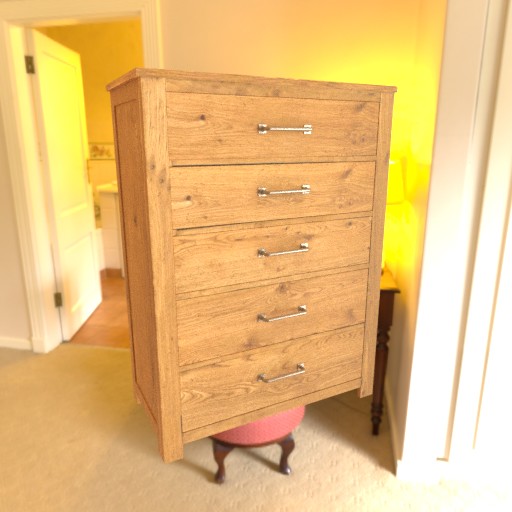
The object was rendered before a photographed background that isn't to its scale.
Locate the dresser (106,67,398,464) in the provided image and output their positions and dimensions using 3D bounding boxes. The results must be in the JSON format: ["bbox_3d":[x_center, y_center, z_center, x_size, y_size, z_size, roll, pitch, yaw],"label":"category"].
[{"bbox_3d":[0.000,0.000,1.975,1.081,1.431,0.558,-8,17,-27],"label":"dresser"}]
